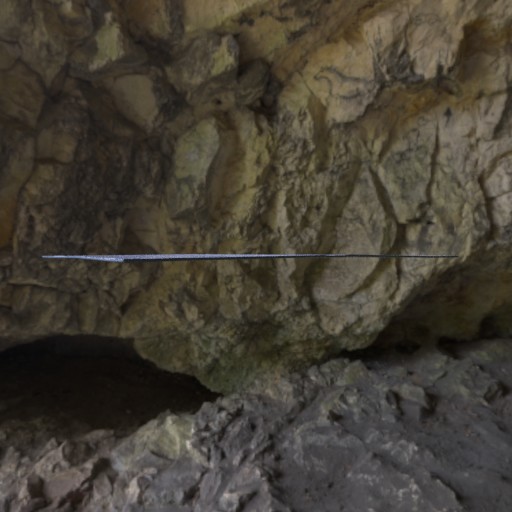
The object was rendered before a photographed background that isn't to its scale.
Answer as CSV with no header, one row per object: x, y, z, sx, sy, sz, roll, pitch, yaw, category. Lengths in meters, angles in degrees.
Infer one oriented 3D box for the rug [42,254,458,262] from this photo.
0.000,0.000,2.240,1.777,0.021,1.145,0,1,-36,rug
